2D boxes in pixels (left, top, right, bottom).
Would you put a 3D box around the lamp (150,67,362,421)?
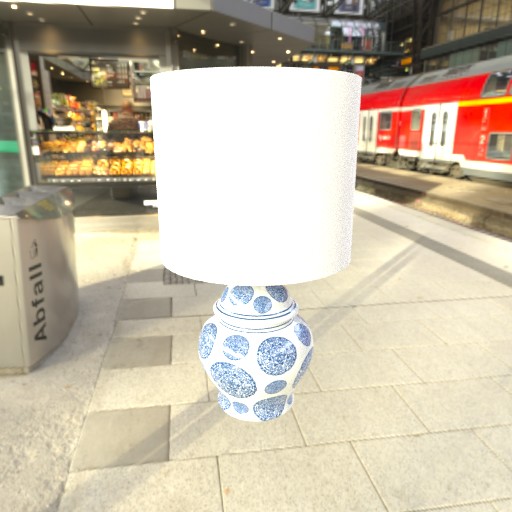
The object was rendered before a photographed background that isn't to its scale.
[{"bbox_3d":[0.000,0.000,0.514,0.215,0.381,0.215,-3,16,-11],"label":"lamp"}]
